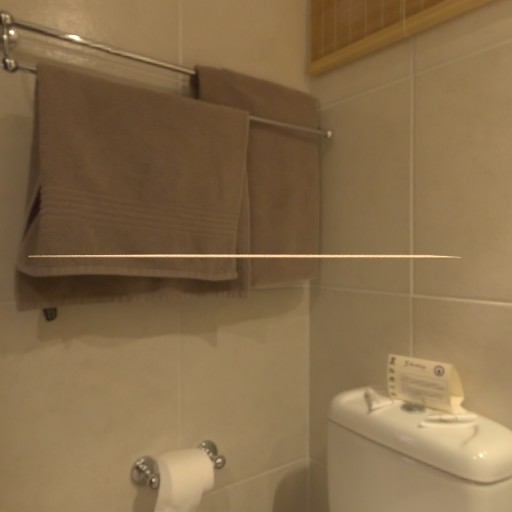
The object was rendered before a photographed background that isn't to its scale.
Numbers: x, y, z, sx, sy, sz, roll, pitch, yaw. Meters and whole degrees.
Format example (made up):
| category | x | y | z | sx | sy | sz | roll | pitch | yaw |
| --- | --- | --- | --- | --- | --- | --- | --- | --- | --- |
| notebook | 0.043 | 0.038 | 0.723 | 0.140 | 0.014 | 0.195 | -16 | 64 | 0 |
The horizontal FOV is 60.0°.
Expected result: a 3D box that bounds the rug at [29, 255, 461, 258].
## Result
| category | x | y | z | sx | sy | sz | roll | pitch | yaw |
| --- | --- | --- | --- | --- | --- | --- | --- | --- | --- |
| rug | 0.000 | 0.000 | 2.385 | 1.850 | 0.006 | 1.234 | 0 | 0 | 16 |
